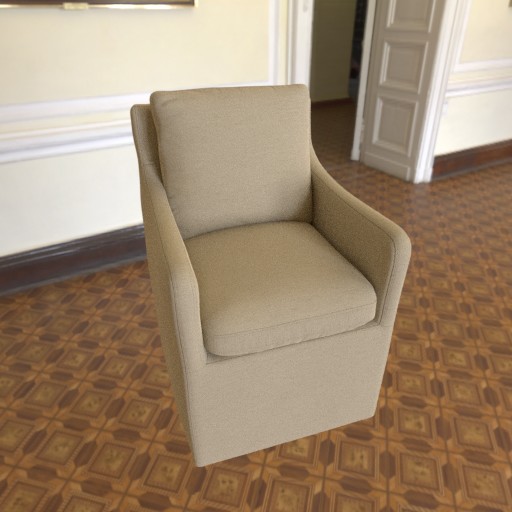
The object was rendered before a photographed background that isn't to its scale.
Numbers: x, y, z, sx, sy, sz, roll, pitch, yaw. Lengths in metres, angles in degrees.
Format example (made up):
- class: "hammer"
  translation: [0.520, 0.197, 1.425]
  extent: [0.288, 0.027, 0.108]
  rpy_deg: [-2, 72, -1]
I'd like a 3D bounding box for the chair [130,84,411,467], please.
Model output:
- class: "chair"
  translation: [0.000, 0.000, 1.350]
  extent: [0.626, 0.914, 0.694]
  rpy_deg: [-9, 31, -16]
